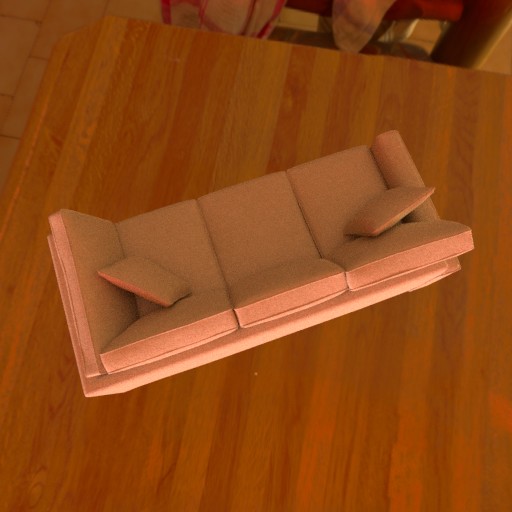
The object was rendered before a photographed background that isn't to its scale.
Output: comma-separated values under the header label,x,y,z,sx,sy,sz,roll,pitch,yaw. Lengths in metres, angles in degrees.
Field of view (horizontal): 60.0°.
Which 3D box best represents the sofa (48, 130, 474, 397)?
label,x,y,z,sx,sy,sz,roll,pitch,yaw
sofa,0.000,0.000,2.872,2.317,0.962,1.061,-19,76,-5
